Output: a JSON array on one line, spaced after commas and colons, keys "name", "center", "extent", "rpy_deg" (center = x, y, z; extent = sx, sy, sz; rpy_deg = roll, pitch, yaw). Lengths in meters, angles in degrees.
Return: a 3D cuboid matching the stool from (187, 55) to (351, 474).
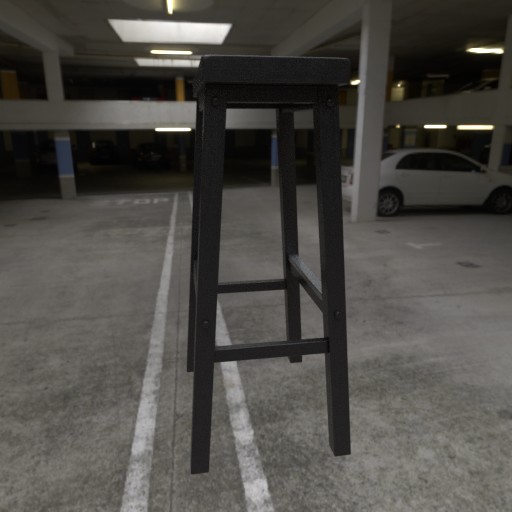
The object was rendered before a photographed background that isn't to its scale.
[{"name": "stool", "center": [0.000, 0.000, 0.960], "extent": [0.322, 0.742, 0.406], "rpy_deg": [-3, 17, -9]}]
